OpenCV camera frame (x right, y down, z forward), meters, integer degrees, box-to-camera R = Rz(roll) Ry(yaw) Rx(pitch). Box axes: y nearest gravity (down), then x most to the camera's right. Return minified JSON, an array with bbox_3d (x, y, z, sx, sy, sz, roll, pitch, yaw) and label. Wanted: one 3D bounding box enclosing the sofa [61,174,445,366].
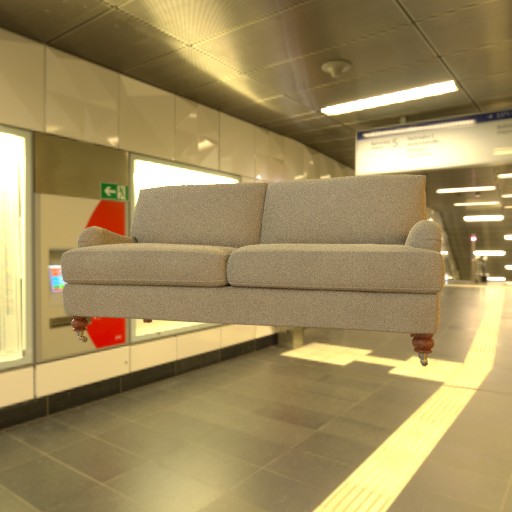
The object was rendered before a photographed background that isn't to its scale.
[{"bbox_3d":[0.000,0.000,2.705,2.070,0.997,1.091,0,1,17],"label":"sofa"}]
